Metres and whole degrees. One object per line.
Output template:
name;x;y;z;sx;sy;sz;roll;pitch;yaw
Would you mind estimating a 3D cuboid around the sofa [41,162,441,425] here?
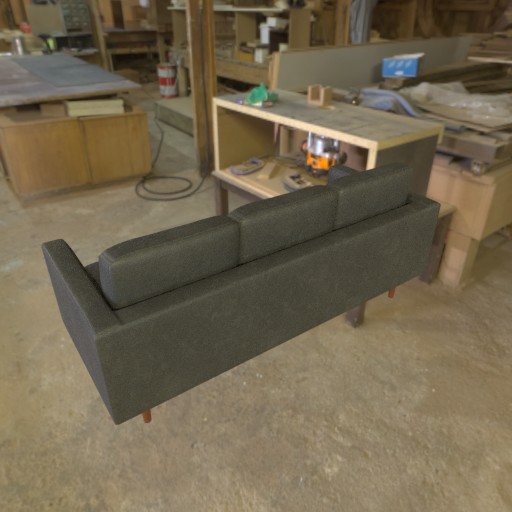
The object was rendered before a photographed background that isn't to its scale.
sofa;0.000;0.000;2.506;2.029;0.899;0.879;-20;36;-29
